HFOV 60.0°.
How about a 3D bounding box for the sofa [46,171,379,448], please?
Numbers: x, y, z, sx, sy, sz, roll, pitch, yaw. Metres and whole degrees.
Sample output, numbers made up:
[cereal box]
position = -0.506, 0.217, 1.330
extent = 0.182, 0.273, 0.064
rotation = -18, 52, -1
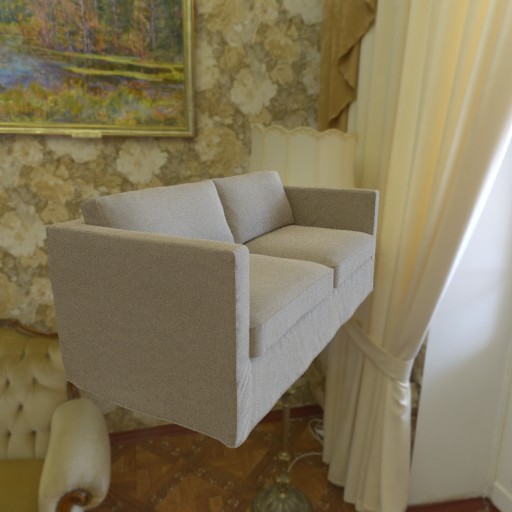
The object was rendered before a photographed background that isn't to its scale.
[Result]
[sofa]
position = 0.000, 0.000, 2.508
extent = 0.956, 0.847, 1.987
rotation = 8, 17, 27
